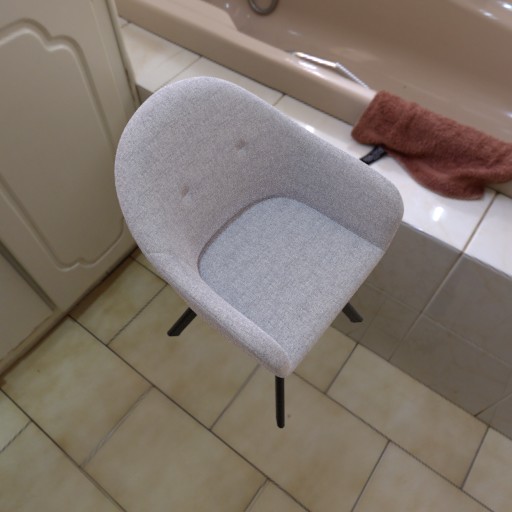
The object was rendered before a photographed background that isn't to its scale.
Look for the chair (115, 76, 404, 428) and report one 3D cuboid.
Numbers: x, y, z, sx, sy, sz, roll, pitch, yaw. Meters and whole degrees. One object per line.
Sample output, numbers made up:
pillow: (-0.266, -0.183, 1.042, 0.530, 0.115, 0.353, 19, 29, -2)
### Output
chair: (0.000, 0.000, 1.179, 0.570, 0.780, 0.540, 34, 63, 20)
